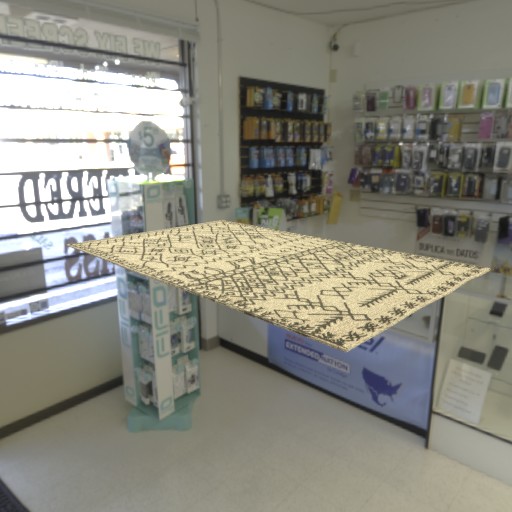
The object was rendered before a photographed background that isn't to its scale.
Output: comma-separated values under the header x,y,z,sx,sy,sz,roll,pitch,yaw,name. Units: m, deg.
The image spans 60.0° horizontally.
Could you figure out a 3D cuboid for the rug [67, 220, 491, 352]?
x,y,z,sx,sy,sz,roll,pitch,yaw,name
0.000,0.000,2.962,2.444,0.012,1.530,14,20,43,rug
